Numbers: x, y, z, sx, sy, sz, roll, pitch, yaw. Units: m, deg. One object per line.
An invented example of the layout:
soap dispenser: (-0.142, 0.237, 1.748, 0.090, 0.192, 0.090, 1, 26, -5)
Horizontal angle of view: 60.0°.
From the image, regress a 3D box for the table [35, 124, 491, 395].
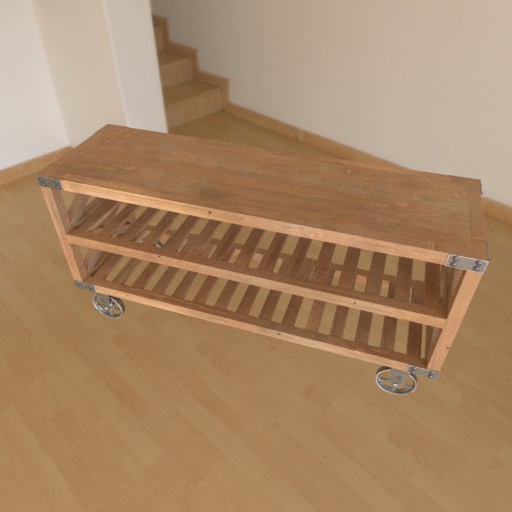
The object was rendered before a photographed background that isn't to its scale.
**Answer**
table: (0.000, 0.000, 1.763, 1.487, 0.711, 0.467, 12, 41, 14)
